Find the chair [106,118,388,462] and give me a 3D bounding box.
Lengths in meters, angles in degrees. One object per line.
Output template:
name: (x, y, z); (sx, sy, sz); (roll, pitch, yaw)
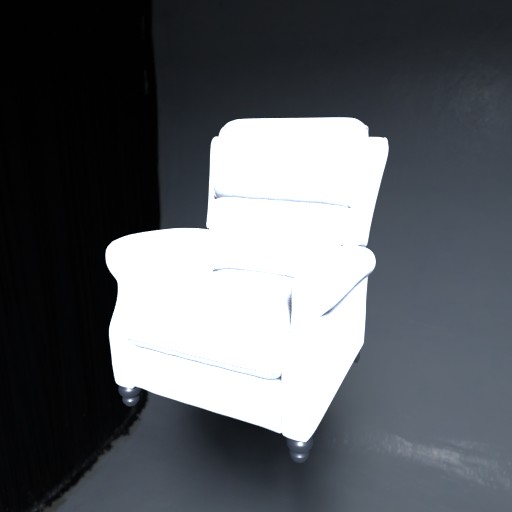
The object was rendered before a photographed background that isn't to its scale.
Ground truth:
chair: (0.000, 0.000, 1.734); (0.859, 1.046, 0.919); (7, 17, 25)
